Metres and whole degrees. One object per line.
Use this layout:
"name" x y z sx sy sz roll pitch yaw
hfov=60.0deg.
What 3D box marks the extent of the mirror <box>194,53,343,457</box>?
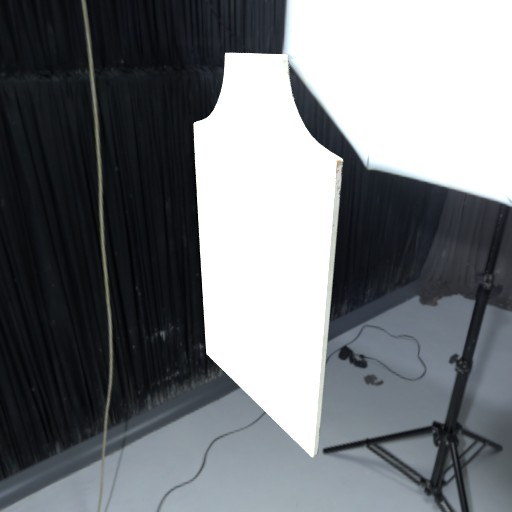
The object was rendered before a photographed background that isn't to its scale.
"mirror" 0.000 0.000 0.865 0.022 0.717 0.403 -18 31 -32
